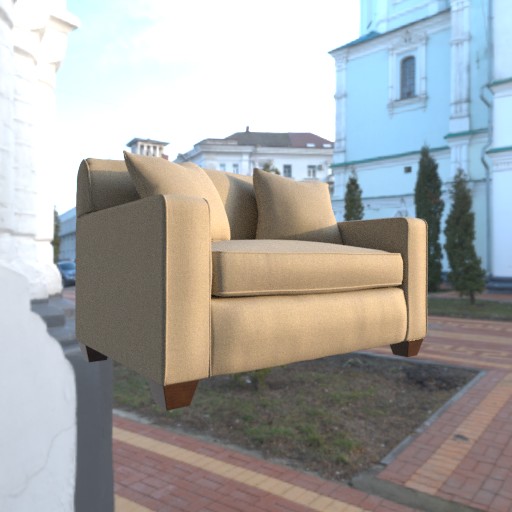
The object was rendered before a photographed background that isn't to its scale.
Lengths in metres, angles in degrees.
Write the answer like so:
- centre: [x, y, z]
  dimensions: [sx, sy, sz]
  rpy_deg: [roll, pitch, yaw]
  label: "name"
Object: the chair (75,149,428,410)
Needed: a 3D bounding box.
- centre: [0.000, 0.000, 2.077]
  dimensions: [1.383, 0.948, 1.000]
  rpy_deg: [0, -1, -37]
  label: "chair"
